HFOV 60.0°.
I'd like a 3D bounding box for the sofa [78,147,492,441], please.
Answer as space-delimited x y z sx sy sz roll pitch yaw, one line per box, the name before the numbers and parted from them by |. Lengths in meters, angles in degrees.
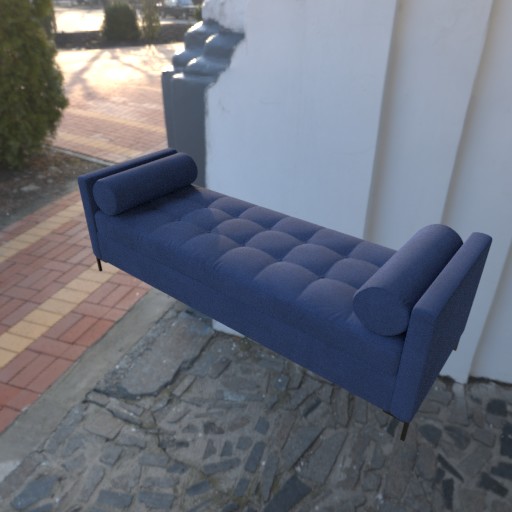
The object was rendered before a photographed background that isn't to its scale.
sofa | 0.000 0.000 2.287 1.981 0.635 0.686 22 37 32
